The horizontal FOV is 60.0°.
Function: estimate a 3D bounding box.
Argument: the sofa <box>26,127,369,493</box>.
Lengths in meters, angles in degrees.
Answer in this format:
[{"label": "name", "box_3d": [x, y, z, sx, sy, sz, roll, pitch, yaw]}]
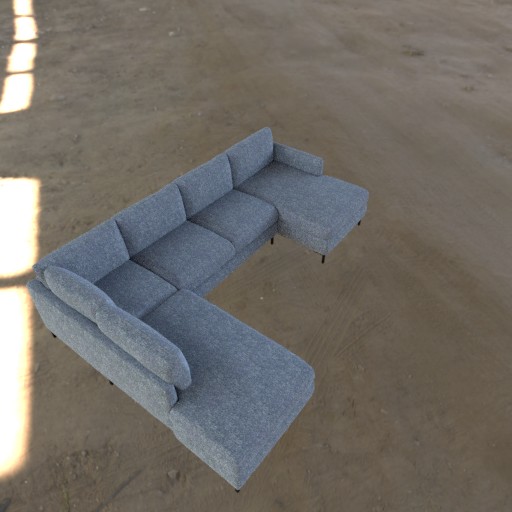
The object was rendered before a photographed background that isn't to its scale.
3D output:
[{"label": "sofa", "box_3d": [0.000, 0.000, 3.466, 1.879, 0.756, 2.737, 27, 48, 27]}]
